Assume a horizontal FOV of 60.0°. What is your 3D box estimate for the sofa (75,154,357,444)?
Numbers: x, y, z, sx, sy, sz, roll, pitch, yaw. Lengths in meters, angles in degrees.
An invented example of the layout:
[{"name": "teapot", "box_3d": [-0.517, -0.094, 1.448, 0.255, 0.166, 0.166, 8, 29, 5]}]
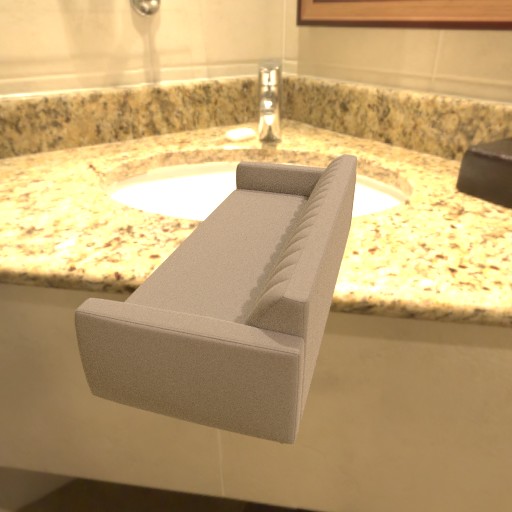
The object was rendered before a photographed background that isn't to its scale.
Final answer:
[{"name": "sofa", "box_3d": [0.000, 0.000, 2.754, 0.990, 0.821, 2.291, 8, 30, 14]}]
